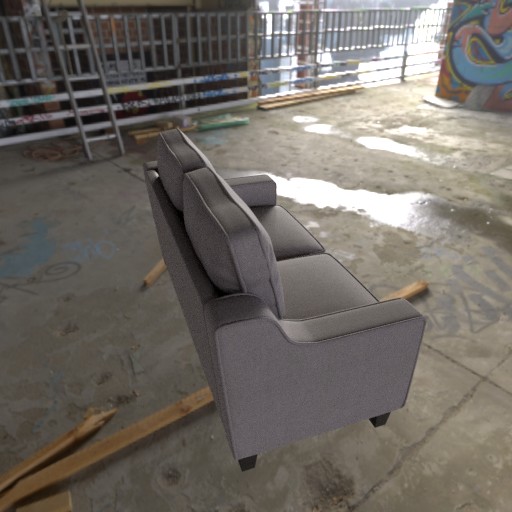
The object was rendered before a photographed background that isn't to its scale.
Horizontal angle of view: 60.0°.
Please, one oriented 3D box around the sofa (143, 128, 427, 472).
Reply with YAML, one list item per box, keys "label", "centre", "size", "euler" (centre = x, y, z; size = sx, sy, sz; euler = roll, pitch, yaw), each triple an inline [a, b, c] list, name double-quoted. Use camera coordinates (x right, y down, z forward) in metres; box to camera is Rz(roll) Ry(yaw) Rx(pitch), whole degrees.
- label: "sofa"
  centre: [0.000, 0.000, 2.064]
  size: [0.791, 0.948, 1.500]
  euler: [-10, 32, -17]
